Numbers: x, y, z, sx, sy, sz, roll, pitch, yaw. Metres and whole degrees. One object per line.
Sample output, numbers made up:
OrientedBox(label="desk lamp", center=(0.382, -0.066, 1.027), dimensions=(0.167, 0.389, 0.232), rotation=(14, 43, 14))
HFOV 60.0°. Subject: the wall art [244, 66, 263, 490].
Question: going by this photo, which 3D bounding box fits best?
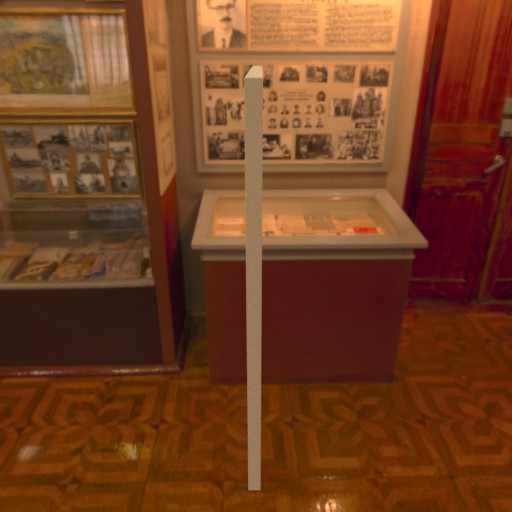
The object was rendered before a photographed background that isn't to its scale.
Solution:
OrientedBox(label="wall art", center=(0.000, 0.000, 1.564), dimensions=(0.038, 1.212, 0.914), rotation=(0, 25, 1))
